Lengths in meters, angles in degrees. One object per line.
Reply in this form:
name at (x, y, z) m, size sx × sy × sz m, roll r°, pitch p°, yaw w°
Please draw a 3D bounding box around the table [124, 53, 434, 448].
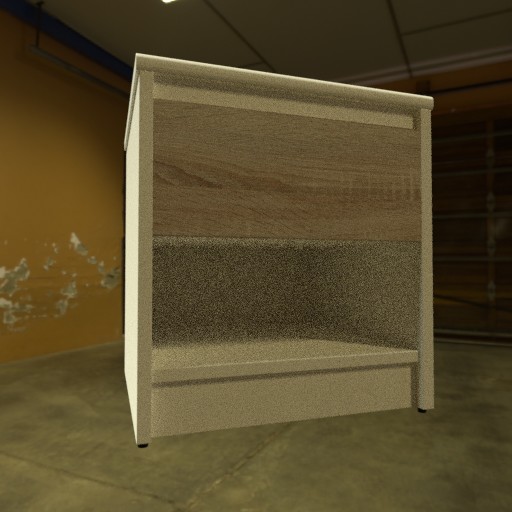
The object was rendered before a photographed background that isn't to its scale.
table at (0.000, 0.000, 0.754) m, size 0.420 × 0.460 × 0.380 m, roll 1°, pitch -2°, yaw -18°
